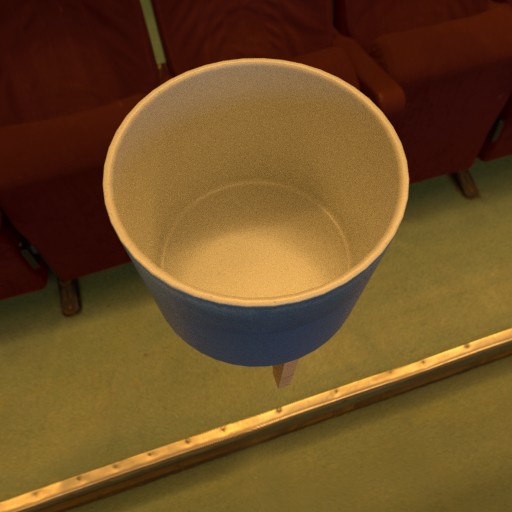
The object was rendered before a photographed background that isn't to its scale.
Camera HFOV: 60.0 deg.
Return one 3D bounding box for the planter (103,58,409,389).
[{"bbox_3d":[0.000,0.000,0.398,0.192,0.263,0.192,0,63,0],"label":"planter"}]
